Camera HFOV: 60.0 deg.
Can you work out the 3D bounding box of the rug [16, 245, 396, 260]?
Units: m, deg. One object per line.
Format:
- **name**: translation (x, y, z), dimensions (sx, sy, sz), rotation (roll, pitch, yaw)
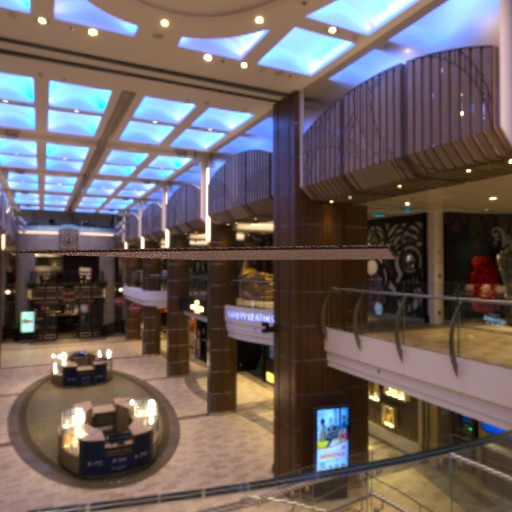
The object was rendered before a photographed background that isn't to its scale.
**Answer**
- **rug**: translation (0.000, 0.000, 4.045), dimensions (2.411, 0.020, 3.032), rotation (0, -2, 18)
